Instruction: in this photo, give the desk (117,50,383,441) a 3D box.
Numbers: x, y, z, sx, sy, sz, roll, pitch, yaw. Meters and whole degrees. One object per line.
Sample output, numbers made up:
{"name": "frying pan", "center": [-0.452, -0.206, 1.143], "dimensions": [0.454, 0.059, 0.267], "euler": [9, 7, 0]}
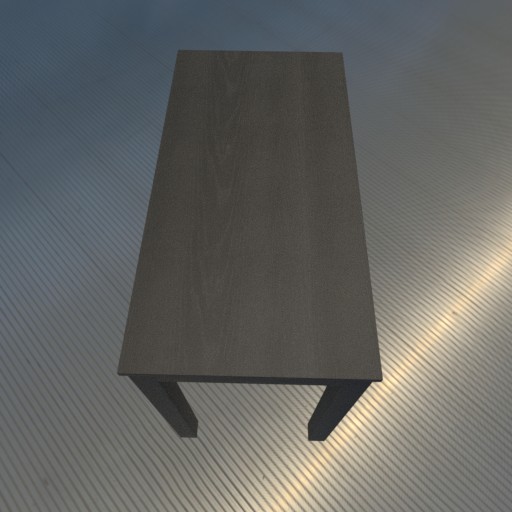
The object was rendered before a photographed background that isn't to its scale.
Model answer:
{"name": "desk", "center": [0.000, 0.000, 1.412], "dimensions": [0.499, 0.762, 0.991], "euler": [1, 59, 1]}
